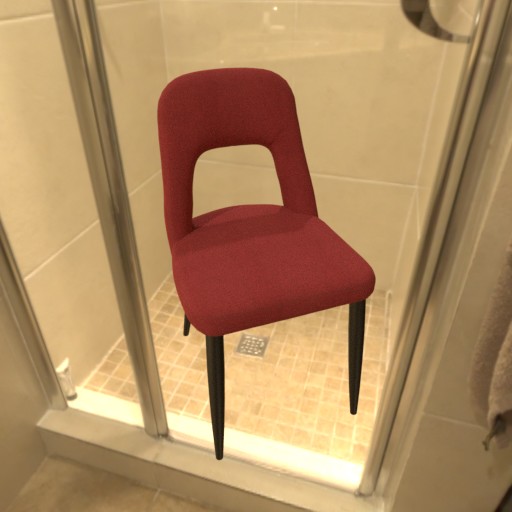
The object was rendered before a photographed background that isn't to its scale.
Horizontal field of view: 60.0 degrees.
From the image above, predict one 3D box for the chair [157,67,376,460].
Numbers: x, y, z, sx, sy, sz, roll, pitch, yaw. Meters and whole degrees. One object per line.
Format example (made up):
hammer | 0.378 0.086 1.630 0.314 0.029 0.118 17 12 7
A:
chair | 0.000 0.000 1.237 0.483 0.892 0.569 -11 35 -17
